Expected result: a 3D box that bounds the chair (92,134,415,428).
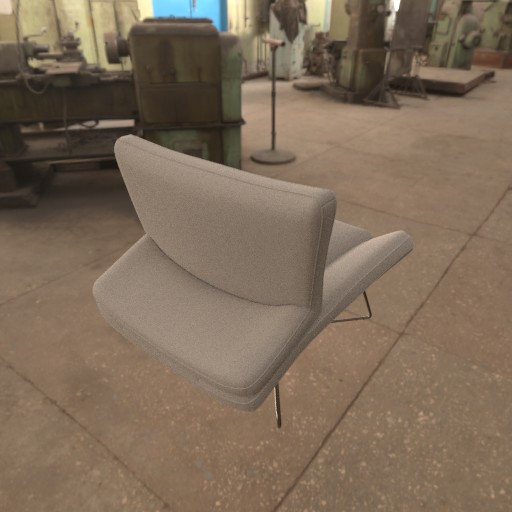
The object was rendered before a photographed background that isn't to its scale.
[{"bbox_3d":[0.000,0.000,1.664,0.859,0.855,1.008,23,37,34],"label":"chair"}]
